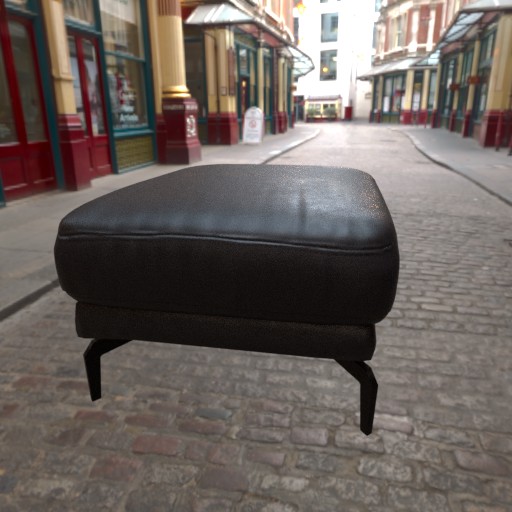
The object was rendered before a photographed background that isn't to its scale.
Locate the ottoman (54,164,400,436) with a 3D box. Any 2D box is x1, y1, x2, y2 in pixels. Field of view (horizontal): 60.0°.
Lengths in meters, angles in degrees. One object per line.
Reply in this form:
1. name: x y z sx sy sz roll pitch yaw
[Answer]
1. ottoman: 0.000 0.000 1.056 0.570 0.402 0.764 3 18 10
